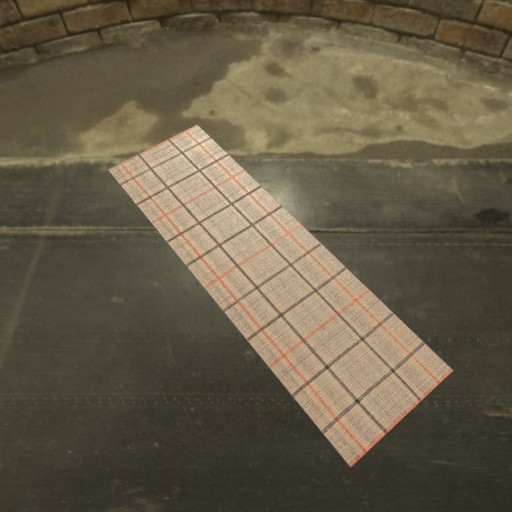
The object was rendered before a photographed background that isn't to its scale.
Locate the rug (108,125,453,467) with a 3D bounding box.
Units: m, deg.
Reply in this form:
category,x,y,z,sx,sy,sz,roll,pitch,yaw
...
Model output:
category,x,y,z,sx,sy,sz,roll,pitch,yaw
rug,0.000,0.000,2.754,0.762,0.008,2.439,-33,63,-19
